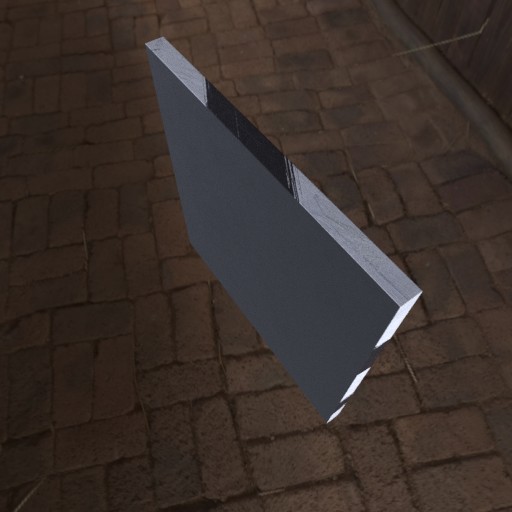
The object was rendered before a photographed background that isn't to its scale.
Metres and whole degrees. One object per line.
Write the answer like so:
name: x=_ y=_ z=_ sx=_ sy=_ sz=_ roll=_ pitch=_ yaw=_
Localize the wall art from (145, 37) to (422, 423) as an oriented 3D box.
wall art: x=0.000 y=0.000 z=1.117 sx=0.046 sy=0.765 sz=0.765 roll=-31 pitch=63 yaw=-18
